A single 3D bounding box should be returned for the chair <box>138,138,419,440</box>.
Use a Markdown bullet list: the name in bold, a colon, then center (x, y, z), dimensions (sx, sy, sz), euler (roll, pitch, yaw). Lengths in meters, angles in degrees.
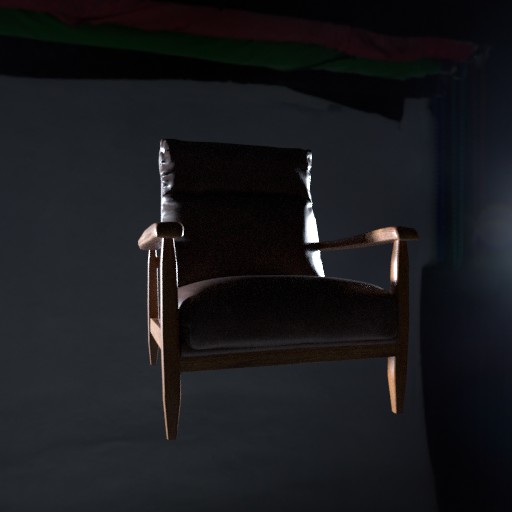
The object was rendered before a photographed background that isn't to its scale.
- **chair**: center (0.000, 0.000, 1.524), dimensions (0.782, 0.897, 0.830), euler (0, 0, -16)
